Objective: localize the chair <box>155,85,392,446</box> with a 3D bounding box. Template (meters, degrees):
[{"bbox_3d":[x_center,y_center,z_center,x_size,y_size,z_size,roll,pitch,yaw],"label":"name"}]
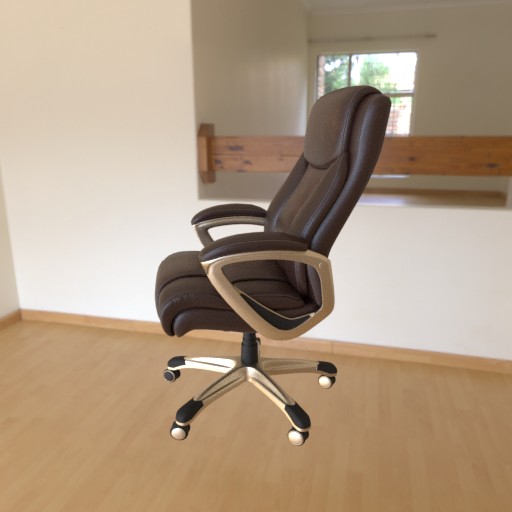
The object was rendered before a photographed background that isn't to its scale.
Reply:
[{"bbox_3d":[0.000,0.000,1.657,0.749,1.194,0.692,-3,15,-10],"label":"chair"}]
